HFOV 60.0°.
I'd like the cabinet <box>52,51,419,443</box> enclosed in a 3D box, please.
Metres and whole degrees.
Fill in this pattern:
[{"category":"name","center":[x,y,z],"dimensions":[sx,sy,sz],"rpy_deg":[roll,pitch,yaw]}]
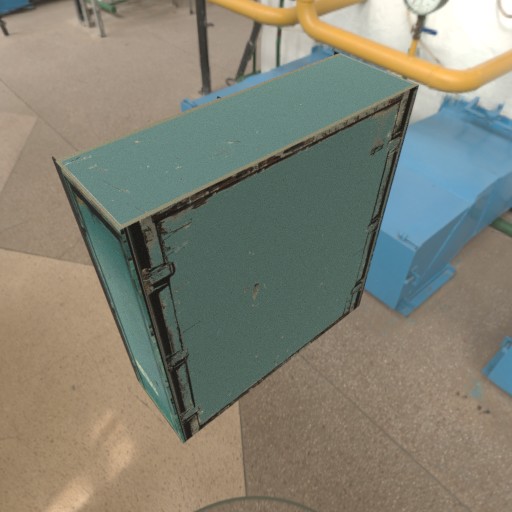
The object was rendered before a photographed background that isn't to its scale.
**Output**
[{"category":"cabinet","center":[0.000,0.000,3.172],"dimensions":[2.000,2.160,0.680],"rpy_deg":[-31,53,-27]}]
